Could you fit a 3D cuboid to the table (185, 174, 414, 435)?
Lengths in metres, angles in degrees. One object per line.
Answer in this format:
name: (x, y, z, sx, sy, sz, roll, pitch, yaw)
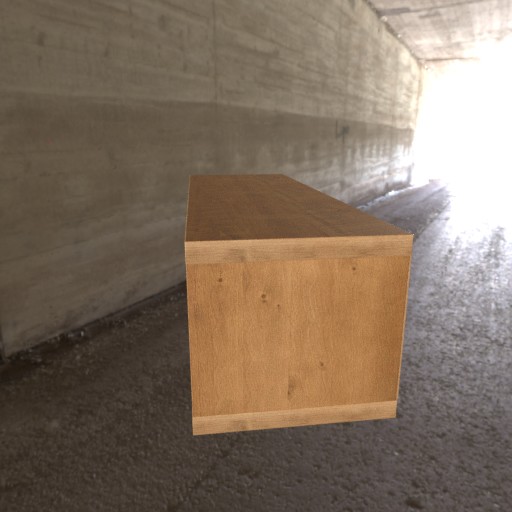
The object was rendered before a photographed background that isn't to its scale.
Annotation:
table: (0.000, 0.000, 1.720, 0.499, 0.491, 1.499, -2, 16, -7)
